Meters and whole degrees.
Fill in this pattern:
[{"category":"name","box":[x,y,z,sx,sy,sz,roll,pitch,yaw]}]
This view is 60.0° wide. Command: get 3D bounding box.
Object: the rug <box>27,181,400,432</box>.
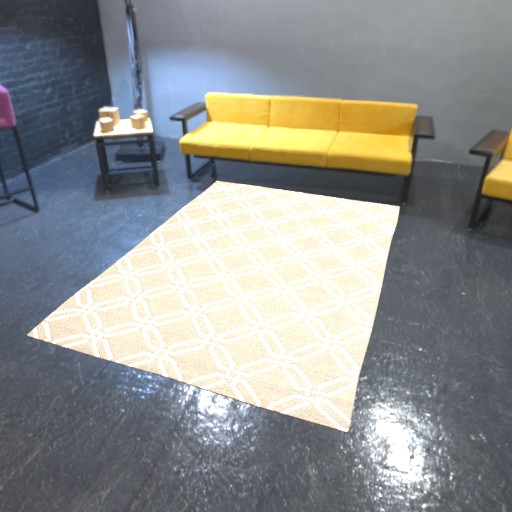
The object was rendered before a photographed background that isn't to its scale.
[{"category":"rug","box":[0.000,0.000,2.698,1.524,0.013,2.135,11,32,18]}]
